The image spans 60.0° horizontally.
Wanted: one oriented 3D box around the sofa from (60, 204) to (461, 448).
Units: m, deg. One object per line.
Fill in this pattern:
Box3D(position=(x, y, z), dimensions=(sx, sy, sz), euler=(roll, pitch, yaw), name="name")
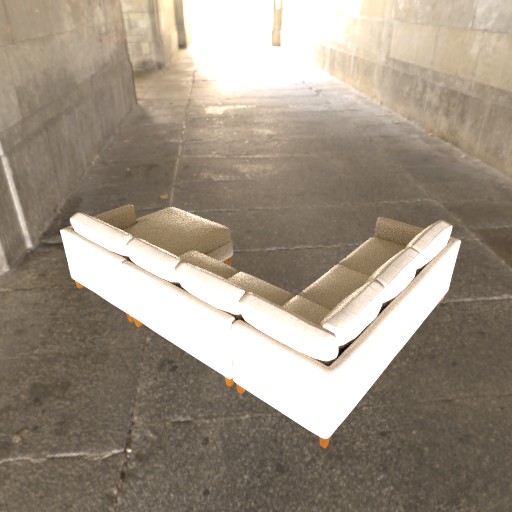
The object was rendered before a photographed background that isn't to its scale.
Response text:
Box3D(position=(0.000, 0.000, 4.819), dimensions=(3.460, 0.961, 2.594), euler=(23, 37, 34), name="sofa")
